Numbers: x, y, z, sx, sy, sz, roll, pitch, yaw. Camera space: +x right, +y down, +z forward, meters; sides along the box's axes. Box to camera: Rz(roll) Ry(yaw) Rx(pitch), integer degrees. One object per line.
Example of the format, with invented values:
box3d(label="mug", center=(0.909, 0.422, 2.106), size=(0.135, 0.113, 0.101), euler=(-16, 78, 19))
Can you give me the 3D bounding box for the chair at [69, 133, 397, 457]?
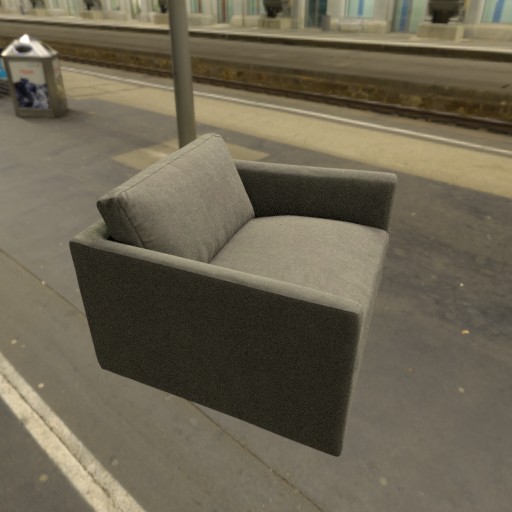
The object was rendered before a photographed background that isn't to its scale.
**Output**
box3d(label="chair", center=(0.000, 0.000, 1.965), size=(1.091, 0.845, 1.190), euler=(11, 32, 17))
